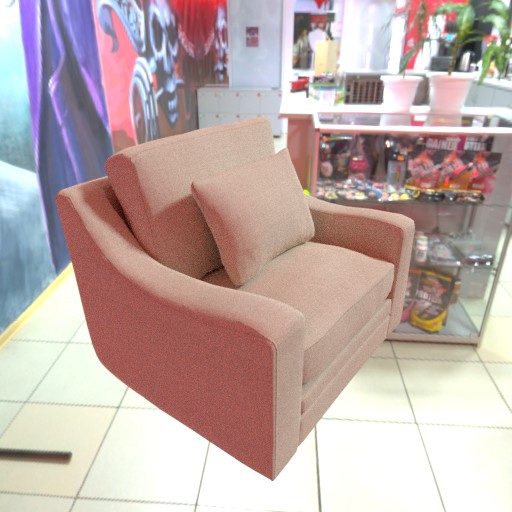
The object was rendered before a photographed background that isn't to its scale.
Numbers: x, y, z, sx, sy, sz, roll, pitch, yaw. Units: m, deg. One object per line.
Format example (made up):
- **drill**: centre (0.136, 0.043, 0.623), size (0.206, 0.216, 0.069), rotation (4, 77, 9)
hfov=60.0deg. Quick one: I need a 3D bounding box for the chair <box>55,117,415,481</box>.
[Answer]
- **chair**: centre (0.000, 0.000, 1.915), size (1.009, 1.016, 1.178), rotation (18, 32, 33)
